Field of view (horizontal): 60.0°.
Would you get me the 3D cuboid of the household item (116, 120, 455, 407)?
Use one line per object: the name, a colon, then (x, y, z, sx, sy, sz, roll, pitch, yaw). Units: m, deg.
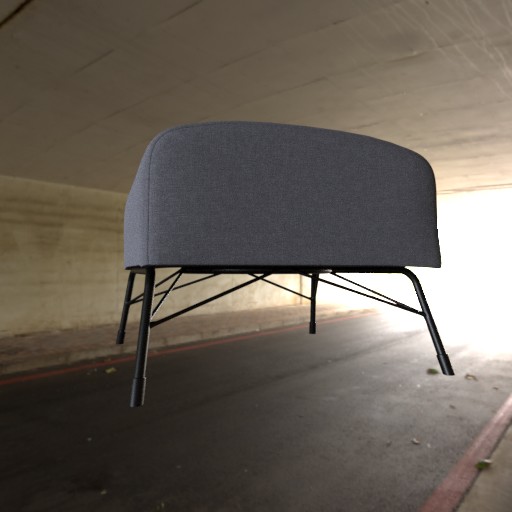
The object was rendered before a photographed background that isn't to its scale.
household item: (0.000, 0.000, 0.911, 0.530, 0.410, 0.530, 1, -2, -19)
